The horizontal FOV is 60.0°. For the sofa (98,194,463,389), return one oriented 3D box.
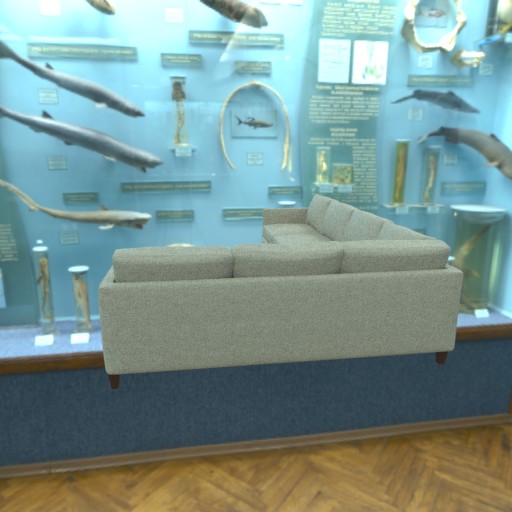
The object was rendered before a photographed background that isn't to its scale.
[{"bbox_3d":[0.000,0.000,4.554,2.522,0.934,3.333,-2,14,-8],"label":"sofa"}]
